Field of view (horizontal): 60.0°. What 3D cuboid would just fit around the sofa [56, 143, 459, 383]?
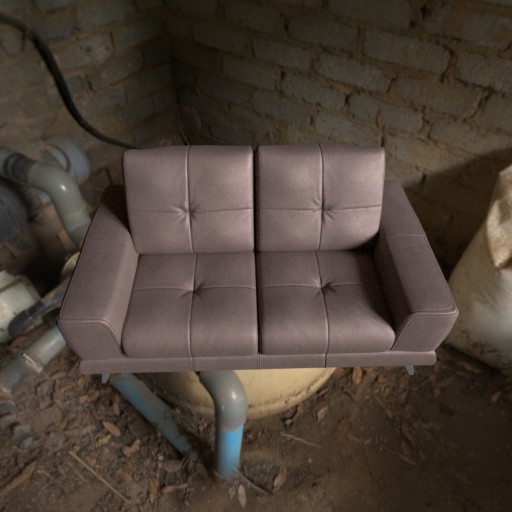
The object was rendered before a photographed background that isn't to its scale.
[{"bbox_3d":[0.000,0.000,2.328,1.806,0.907,1.018,-1,45,-1],"label":"sofa"}]
